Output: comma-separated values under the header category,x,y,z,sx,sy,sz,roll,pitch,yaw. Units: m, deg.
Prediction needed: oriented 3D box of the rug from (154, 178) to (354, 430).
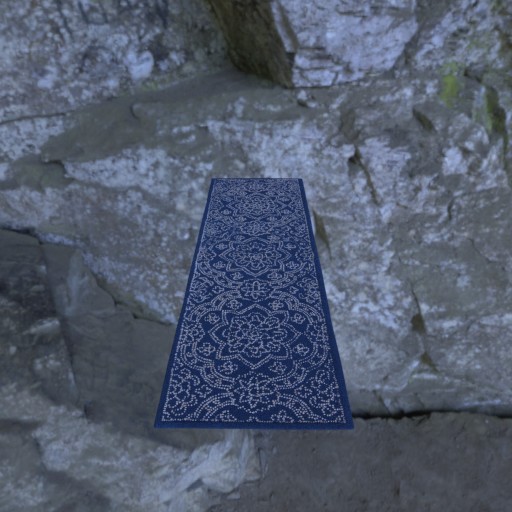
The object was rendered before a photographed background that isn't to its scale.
category,x,y,z,sx,sy,sz,roll,pitch,yaw
rug,0.000,0.000,2.714,0.769,0.012,2.448,0,32,0
